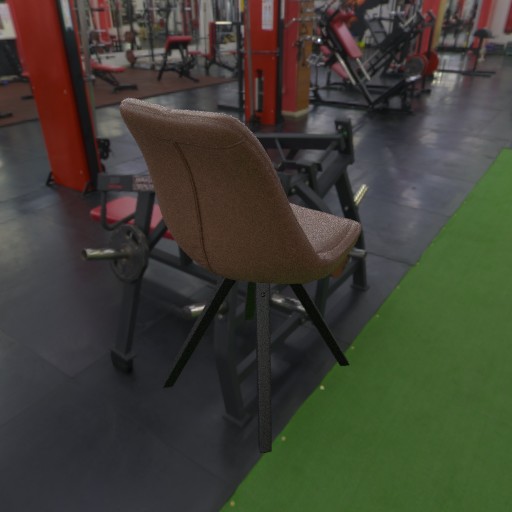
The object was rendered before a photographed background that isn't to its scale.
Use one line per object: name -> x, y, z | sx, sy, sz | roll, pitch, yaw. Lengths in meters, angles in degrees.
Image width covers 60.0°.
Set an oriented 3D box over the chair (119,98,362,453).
chair -> 0.000, 0.000, 1.187 | 0.475, 0.850, 0.550 | 21, 35, 32
